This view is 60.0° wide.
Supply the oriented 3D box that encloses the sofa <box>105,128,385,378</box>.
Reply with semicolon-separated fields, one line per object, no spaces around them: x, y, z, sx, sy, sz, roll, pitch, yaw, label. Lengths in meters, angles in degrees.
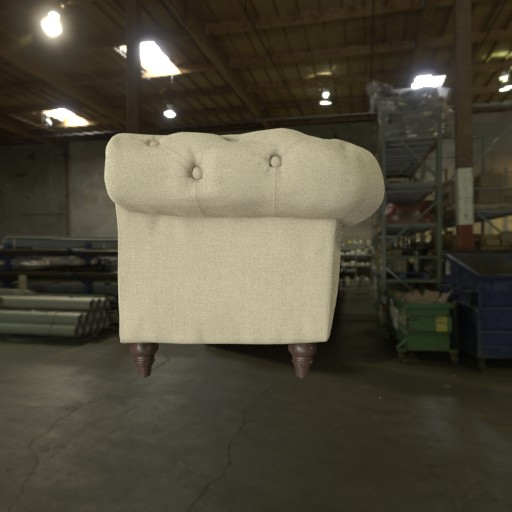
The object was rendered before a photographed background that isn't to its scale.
0.000;0.000;2.069;1.034;0.878;1.405;0;1;1;sofa
